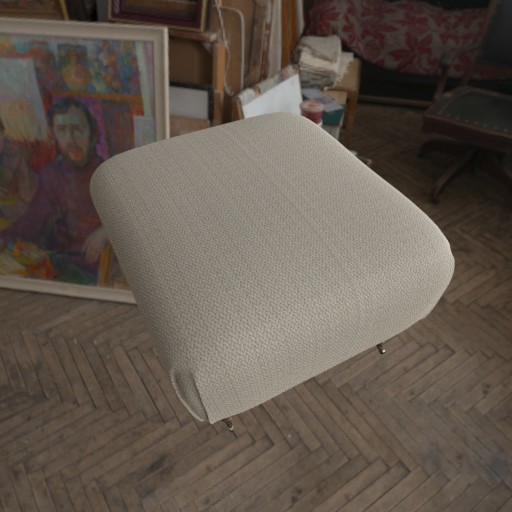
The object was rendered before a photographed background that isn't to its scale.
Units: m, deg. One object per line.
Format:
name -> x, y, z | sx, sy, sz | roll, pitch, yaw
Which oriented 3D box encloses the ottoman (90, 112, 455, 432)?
ottoman -> 0.000, 0.000, 1.087 | 0.622, 0.447, 0.684 | -21, 50, -19
